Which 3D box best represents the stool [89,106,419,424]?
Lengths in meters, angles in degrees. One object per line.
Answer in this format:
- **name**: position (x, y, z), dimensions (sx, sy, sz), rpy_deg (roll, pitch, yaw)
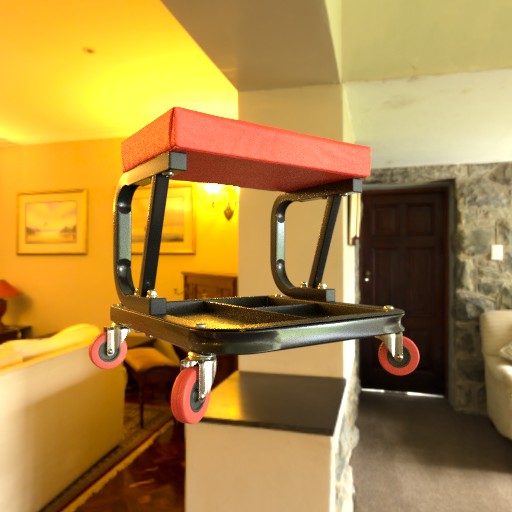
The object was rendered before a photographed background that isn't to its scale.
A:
- **stool**: position (0.000, 0.000, 0.727), dimensions (0.446, 0.380, 0.371), rpy_deg (0, -1, -35)
